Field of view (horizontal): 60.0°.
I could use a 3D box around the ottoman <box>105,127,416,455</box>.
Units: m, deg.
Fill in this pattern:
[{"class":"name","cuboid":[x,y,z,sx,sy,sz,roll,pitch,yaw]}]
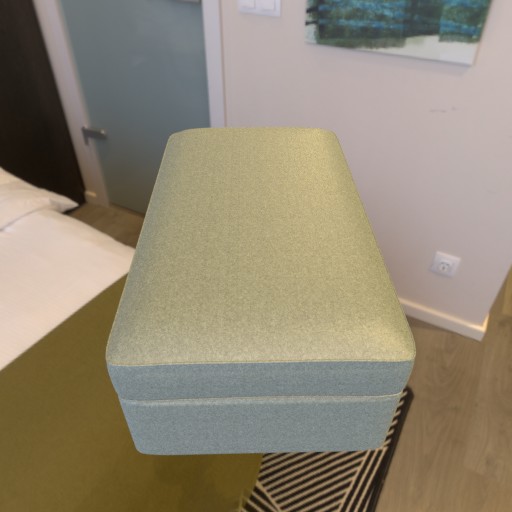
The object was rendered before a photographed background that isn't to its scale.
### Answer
[{"class":"ottoman","cuboid":[0.000,0.000,1.497,0.681,0.494,1.173,-1,40,-1]}]
